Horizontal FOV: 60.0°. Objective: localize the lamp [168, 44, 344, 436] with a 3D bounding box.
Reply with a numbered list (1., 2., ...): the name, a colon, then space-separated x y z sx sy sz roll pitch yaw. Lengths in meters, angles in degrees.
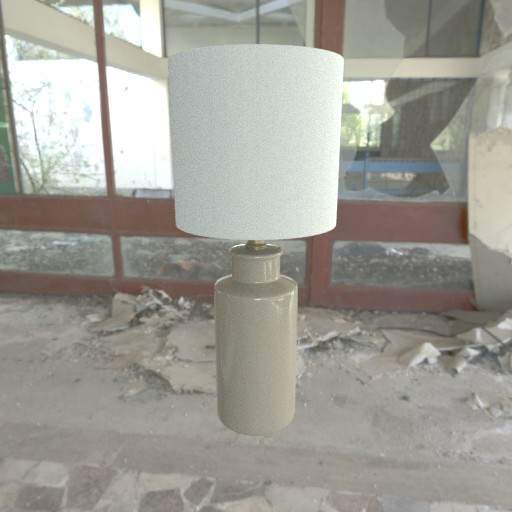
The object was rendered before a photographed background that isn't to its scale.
1. lamp: 0.000 0.000 0.607 0.212 0.493 0.212 14 20 41
